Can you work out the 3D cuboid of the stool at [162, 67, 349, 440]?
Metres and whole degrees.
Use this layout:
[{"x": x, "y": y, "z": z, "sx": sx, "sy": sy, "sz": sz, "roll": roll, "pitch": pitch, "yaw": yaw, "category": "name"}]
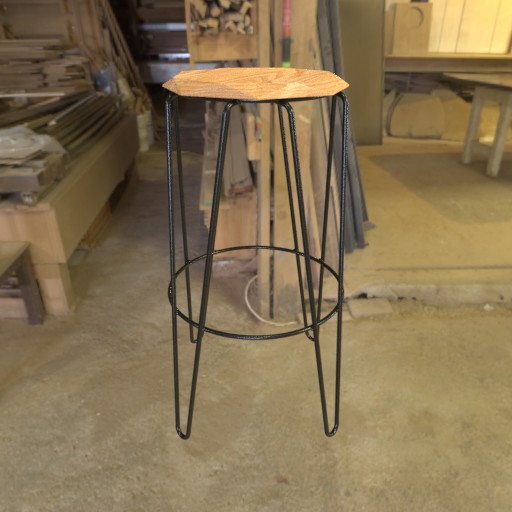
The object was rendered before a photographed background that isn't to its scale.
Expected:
[{"x": 0.000, "y": 0.000, "z": 0.801, "sx": 0.326, "sy": 0.610, "sz": 0.326, "roll": 0, "pitch": 27, "yaw": -1, "category": "stool"}]
